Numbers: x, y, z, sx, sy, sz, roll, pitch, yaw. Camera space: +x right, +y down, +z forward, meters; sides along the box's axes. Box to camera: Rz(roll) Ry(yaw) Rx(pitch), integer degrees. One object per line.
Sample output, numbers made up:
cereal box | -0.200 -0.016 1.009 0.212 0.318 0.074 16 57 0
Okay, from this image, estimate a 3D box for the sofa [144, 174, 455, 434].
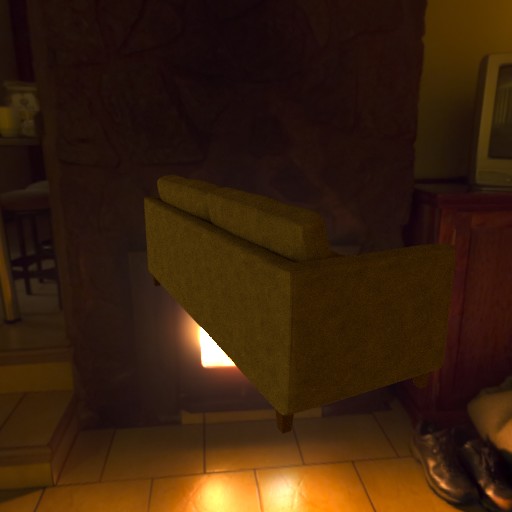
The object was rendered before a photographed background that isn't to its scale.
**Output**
sofa | 0.000 0.000 2.968 0.951 0.965 2.434 -7 16 -26
